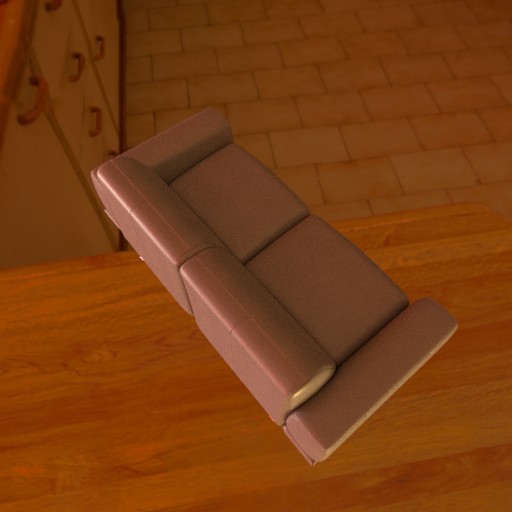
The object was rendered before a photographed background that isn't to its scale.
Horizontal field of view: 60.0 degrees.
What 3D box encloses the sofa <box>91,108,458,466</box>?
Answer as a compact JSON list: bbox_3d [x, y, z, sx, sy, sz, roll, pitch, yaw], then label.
[{"bbox_3d":[0.000,0.000,2.366,0.900,0.772,1.901,-35,65,-20],"label":"sofa"}]
